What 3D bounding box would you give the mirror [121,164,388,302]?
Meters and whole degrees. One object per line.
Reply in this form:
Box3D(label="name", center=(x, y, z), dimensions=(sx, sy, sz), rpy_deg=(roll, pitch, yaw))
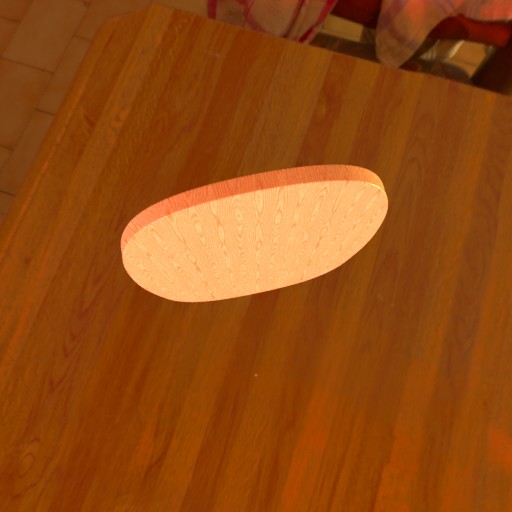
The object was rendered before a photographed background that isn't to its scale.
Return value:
Box3D(label="mirror", center=(0.000, 0.000, 1.359), dimensions=(0.724, 1.075, 0.037), rpy_deg=(-12, 75, -3))
